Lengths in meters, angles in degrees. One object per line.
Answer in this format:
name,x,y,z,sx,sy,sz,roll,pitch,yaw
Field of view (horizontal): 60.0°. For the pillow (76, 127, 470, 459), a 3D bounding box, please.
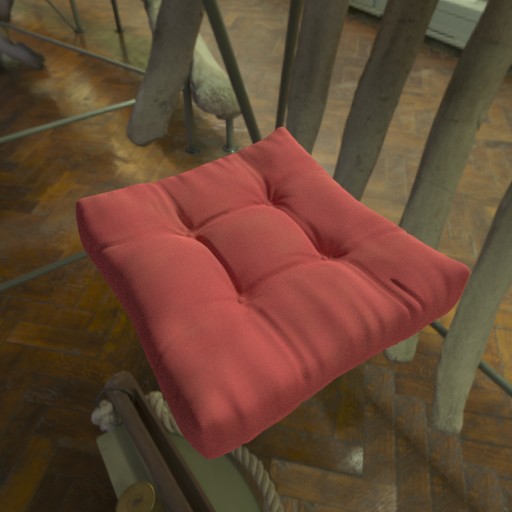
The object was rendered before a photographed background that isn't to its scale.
pillow,0.000,0.000,0.733,0.468,0.128,0.490,-25,51,-22
